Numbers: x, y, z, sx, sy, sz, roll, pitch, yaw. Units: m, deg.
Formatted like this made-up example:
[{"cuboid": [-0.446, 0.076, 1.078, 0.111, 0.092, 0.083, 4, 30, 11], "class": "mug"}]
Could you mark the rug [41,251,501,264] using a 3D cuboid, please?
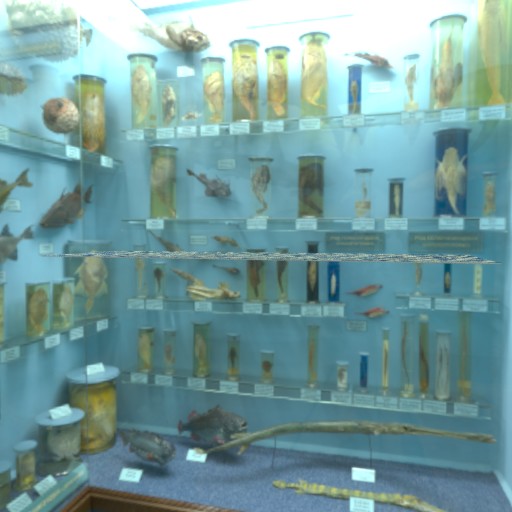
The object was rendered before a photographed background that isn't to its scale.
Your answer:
[{"cuboid": [0.000, 0.000, 2.636, 2.446, 0.011, 0.768, 1, 3, 17], "class": "rug"}]
